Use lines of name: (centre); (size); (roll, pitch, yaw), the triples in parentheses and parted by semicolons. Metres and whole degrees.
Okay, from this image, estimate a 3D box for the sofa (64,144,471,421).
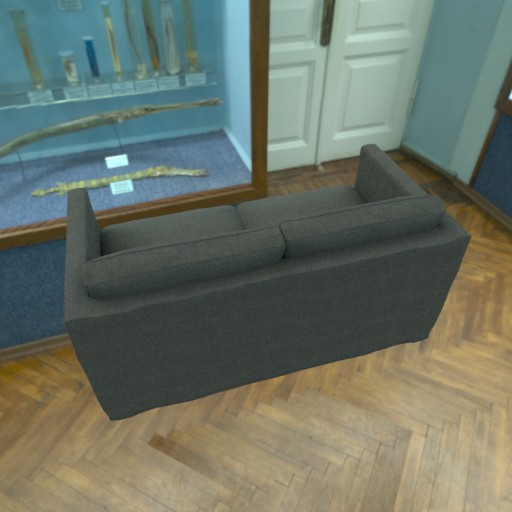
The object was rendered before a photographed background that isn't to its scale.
sofa: (0.000, 0.000, 2.349); (1.802, 0.854, 0.974); (-11, 43, -12)
